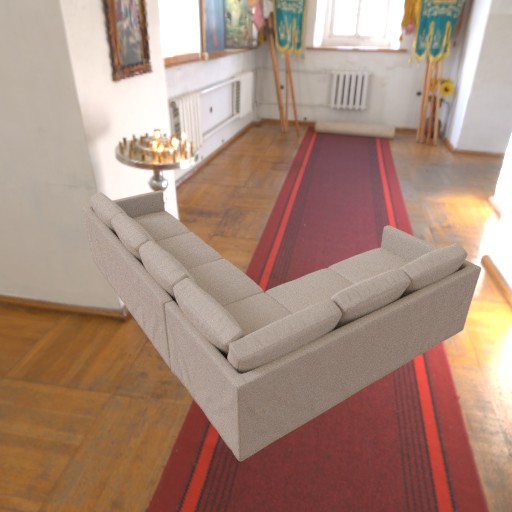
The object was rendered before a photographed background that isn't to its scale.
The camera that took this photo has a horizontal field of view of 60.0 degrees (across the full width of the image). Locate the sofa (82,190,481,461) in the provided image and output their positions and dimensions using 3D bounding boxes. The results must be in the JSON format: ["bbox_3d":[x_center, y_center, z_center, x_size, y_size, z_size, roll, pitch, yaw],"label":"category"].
[{"bbox_3d":[0.000,0.000,4.373,2.432,0.871,3.182,-18,34,-29],"label":"sofa"}]
